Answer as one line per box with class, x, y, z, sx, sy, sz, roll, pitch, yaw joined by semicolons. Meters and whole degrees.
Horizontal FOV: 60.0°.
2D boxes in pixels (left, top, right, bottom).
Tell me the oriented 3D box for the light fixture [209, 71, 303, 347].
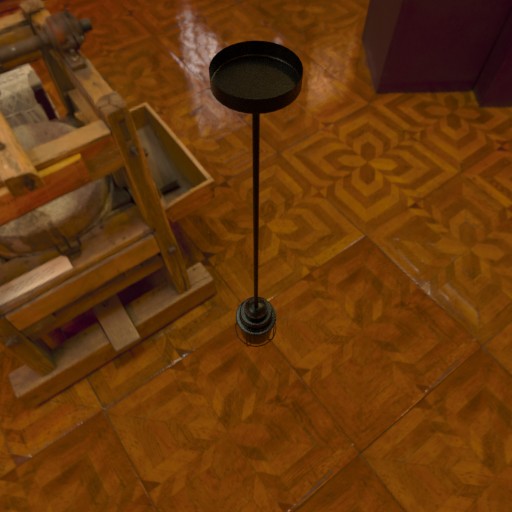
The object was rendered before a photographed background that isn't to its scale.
light fixture;0.000;0.000;0.967;0.123;0.920;0.123;-30;63;-17
